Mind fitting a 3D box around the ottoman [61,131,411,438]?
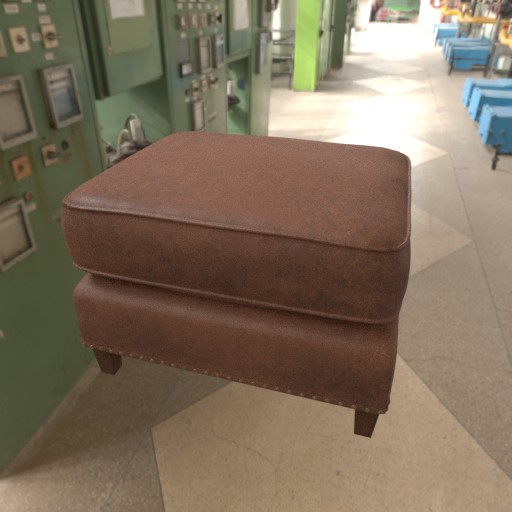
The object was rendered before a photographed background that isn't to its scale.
[{"bbox_3d":[0.000,0.000,1.147,0.738,0.537,0.589,9,32,14],"label":"ottoman"}]
